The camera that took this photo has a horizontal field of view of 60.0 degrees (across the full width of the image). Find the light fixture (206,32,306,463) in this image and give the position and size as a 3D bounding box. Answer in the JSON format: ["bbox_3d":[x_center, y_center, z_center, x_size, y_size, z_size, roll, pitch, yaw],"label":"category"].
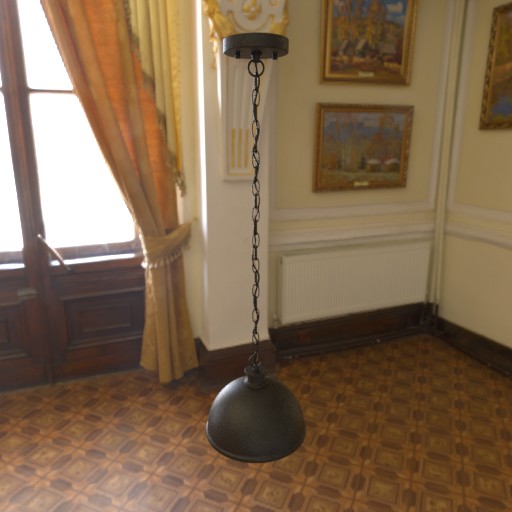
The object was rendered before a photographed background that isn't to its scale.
[{"bbox_3d":[0.000,0.000,1.220,0.304,1.090,0.304,-2,15,-9],"label":"light fixture"}]
